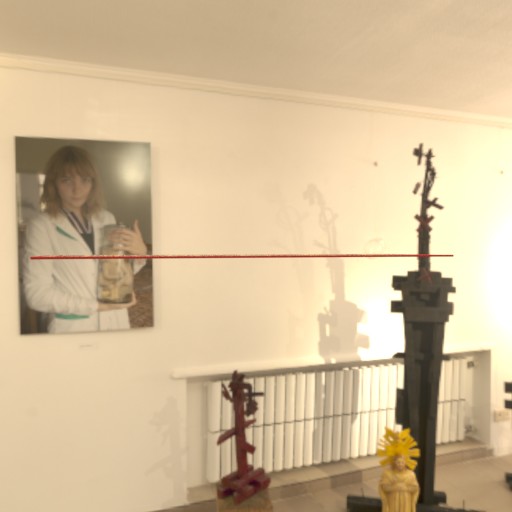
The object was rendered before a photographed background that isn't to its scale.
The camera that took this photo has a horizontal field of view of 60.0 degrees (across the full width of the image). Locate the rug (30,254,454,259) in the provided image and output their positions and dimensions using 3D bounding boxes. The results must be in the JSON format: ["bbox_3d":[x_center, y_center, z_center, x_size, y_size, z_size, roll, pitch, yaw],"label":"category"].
[{"bbox_3d":[0.000,0.000,2.597,2.292,0.015,0.659,0,1,-19],"label":"rug"}]
